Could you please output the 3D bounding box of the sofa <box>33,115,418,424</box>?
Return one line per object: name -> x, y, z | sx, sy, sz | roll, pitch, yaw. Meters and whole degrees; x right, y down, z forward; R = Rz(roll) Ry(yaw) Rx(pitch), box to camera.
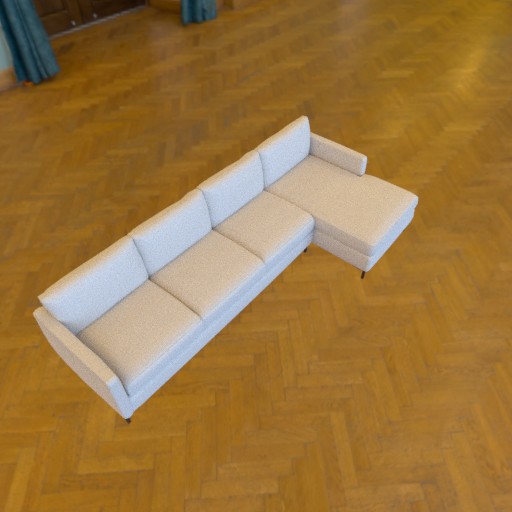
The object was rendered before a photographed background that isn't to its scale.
sofa -> 0.000, 0.000, 3.193 | 1.258, 0.755, 2.731 | 32, 55, 26
